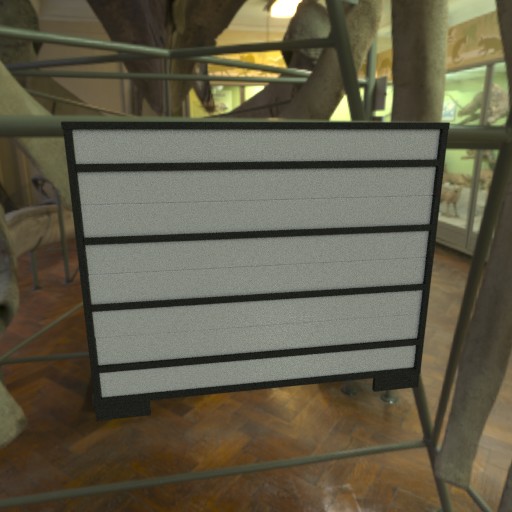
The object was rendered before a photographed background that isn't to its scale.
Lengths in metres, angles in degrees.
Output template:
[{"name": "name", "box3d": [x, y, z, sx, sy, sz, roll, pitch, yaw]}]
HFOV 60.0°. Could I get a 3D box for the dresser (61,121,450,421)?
[{"name": "dresser", "box3d": [0.000, 0.000, 1.418, 0.994, 0.816, 0.404, -3, 16, -10]}]
